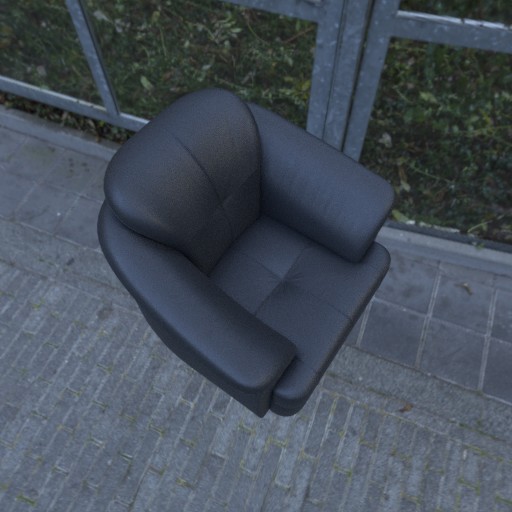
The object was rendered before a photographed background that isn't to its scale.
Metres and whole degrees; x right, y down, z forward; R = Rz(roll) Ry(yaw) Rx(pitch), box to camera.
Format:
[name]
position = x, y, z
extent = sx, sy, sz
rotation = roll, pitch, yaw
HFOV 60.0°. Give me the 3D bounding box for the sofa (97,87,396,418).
[sofa]
position = 0.000, 0.000, 1.530
extent = 0.794, 0.811, 0.870
rotation = 31, 63, 18
